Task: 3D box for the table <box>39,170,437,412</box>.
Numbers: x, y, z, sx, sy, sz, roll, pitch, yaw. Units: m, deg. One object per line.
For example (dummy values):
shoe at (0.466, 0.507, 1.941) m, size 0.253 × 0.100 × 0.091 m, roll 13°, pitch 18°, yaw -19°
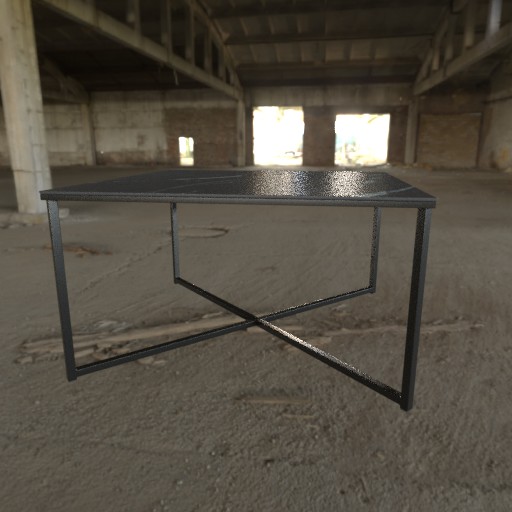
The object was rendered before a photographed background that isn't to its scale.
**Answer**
table at (0.000, 0.000, 1.310) m, size 0.800 × 0.450 × 0.800 m, roll 2°, pitch 14°, yaw 9°
